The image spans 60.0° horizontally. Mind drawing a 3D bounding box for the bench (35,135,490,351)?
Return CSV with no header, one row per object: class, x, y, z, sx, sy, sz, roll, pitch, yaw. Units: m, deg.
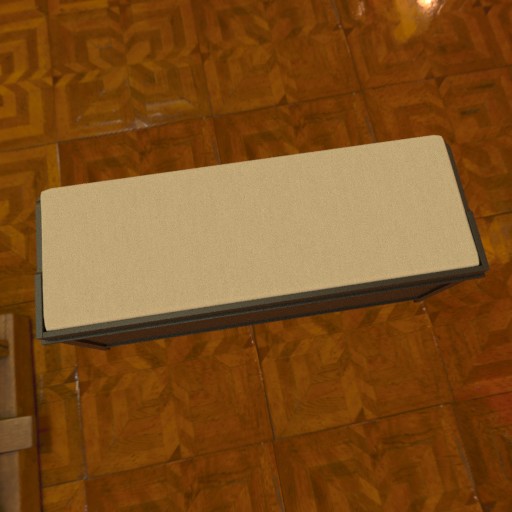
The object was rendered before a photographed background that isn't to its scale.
bench,0.000,0.000,1.368,1.140,0.501,0.398,-8,75,-2
